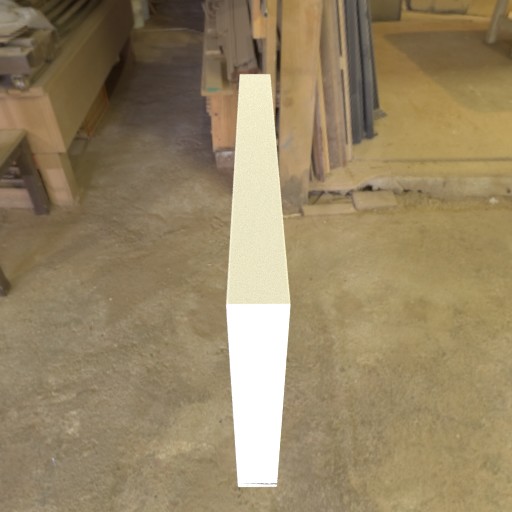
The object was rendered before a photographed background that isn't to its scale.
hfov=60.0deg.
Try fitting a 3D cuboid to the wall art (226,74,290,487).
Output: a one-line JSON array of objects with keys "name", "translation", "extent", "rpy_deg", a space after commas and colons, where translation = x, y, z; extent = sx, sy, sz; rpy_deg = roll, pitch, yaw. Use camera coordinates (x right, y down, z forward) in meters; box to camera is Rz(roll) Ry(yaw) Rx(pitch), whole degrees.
[{"name": "wall art", "translation": [0.000, 0.000, 0.486], "extent": [0.038, 0.259, 0.381], "rpy_deg": [0, 41, 0]}]
